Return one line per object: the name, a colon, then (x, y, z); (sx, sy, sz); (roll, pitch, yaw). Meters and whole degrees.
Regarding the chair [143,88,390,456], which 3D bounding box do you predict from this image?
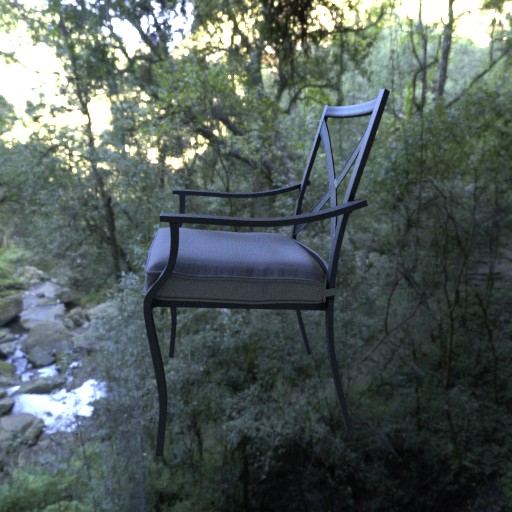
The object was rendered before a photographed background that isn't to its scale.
chair: (0.000, 0.000, 1.313); (0.620, 0.889, 0.575); (-2, 15, -7)
